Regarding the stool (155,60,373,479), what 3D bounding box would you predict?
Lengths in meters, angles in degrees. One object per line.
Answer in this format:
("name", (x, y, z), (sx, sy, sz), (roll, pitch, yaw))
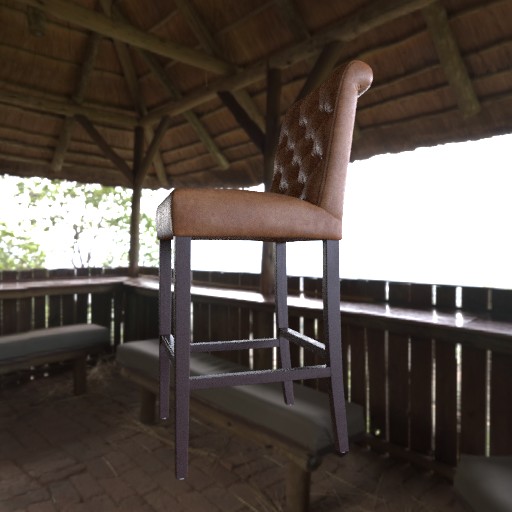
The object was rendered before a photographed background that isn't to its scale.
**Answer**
("stool", (0.000, 0.000, 1.425), (0.601, 1.140, 0.493), (0, 1, -18))
